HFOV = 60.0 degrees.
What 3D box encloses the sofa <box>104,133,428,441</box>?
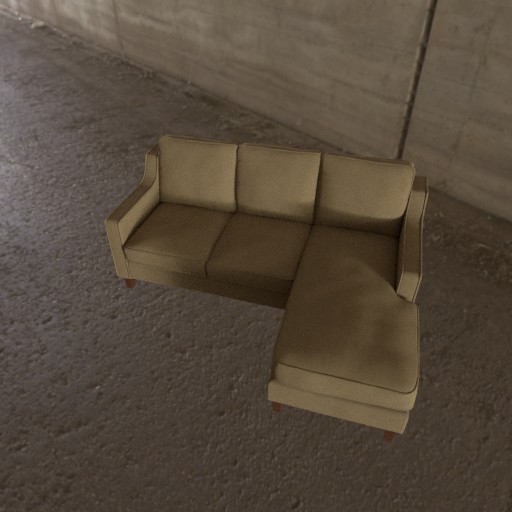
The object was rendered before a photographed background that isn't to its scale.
[{"bbox_3d":[0.000,0.000,3.228,2.317,1.066,1.858,10,40,13],"label":"sofa"}]
